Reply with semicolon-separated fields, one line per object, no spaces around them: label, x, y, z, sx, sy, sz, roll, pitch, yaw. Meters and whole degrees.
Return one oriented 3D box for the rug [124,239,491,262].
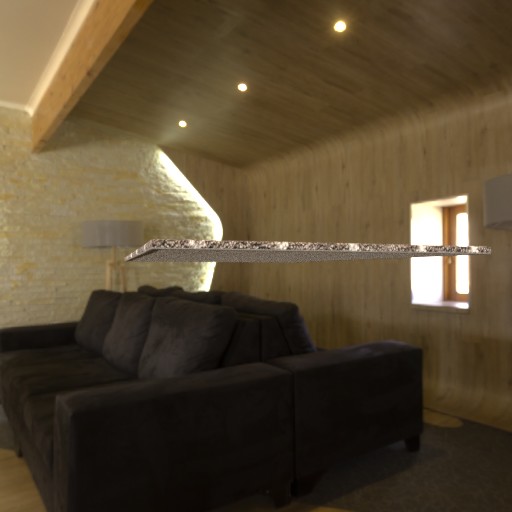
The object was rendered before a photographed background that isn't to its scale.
rug;0.000;0.000;2.256;1.219;0.030;1.778;1;-2;-19
